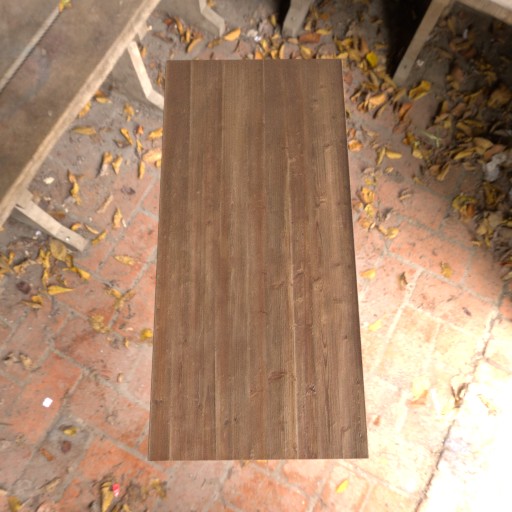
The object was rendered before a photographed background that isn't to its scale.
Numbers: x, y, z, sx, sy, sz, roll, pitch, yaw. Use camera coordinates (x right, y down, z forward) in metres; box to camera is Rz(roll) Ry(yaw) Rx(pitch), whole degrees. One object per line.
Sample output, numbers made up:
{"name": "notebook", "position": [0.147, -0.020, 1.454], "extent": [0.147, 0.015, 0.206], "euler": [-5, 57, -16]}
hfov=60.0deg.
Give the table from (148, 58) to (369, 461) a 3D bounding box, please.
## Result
{"name": "table", "position": [0.000, 0.000, 2.517], "extent": [0.952, 0.760, 2.003], "euler": [-1, 76, 0]}
